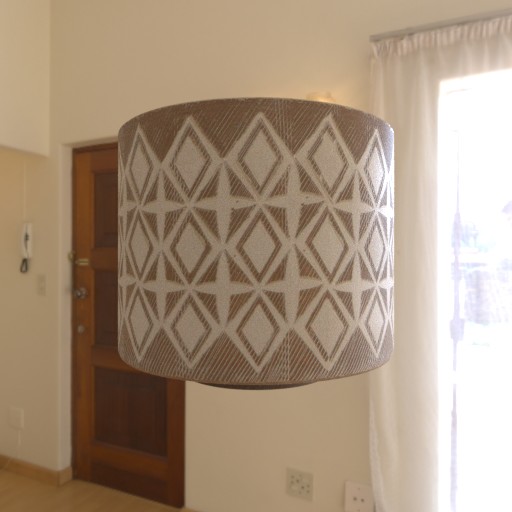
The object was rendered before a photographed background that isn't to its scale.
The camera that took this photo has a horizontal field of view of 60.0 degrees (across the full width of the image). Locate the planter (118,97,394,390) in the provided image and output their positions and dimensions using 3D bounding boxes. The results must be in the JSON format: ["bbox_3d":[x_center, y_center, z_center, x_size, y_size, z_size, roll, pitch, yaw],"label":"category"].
[{"bbox_3d":[0.000,0.000,0.325,0.193,0.165,0.193,0,0,0],"label":"planter"}]
